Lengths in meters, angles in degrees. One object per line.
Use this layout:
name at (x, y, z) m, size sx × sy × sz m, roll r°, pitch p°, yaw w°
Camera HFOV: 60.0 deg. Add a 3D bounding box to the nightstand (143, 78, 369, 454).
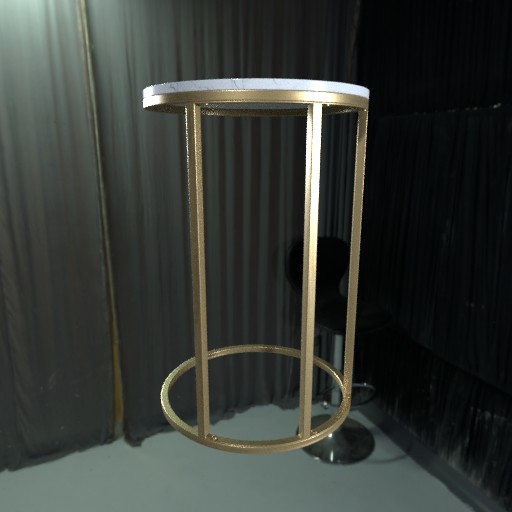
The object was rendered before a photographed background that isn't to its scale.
nightstand at (0.000, 0.000, 0.883) m, size 0.400 × 0.610 × 0.400 m, roll -7°, pitch 16°, yaw -26°
